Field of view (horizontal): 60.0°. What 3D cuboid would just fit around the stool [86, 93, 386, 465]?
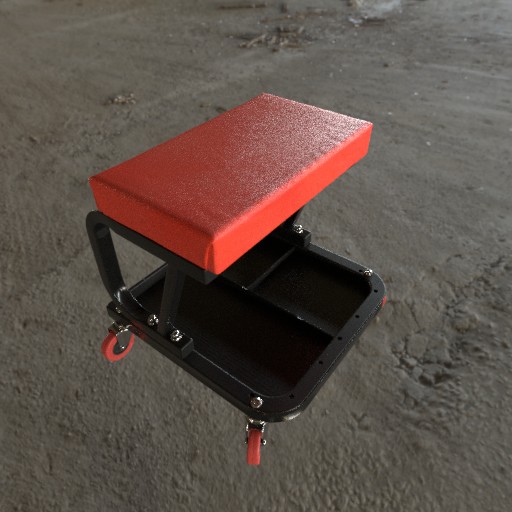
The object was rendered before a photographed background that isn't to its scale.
[{"bbox_3d":[0.000,0.000,0.727,0.371,0.380,0.446,27,47,28],"label":"stool"}]
